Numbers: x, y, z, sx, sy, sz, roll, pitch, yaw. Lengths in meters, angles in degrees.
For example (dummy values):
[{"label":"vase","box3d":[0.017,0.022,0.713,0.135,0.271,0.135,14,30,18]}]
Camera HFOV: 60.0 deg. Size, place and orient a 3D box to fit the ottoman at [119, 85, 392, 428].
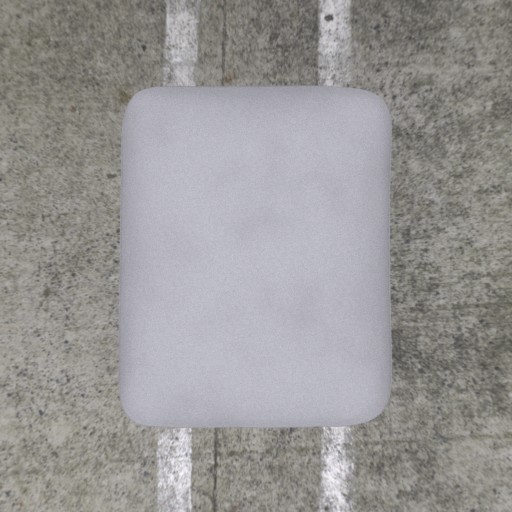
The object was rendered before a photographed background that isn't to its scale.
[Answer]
[{"label":"ottoman","box3d":[0.000,0.000,1.128,0.593,0.478,0.747,0,89,0]}]
